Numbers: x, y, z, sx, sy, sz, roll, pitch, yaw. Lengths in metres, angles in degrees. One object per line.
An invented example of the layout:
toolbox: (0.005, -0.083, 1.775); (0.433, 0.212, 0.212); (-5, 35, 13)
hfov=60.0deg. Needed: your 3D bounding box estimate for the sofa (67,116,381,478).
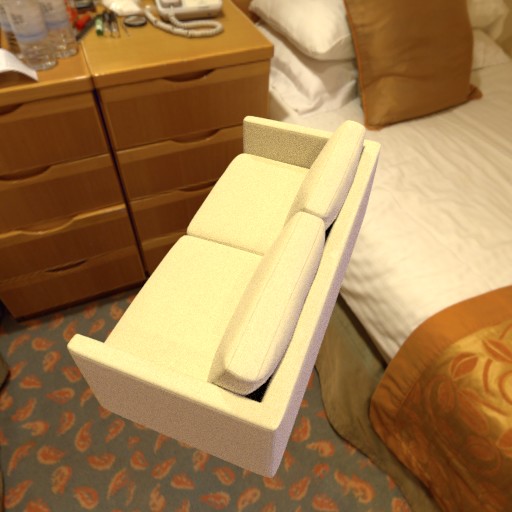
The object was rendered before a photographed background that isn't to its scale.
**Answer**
sofa: (0.000, 0.000, 2.500); (0.965, 0.889, 1.981); (16, 50, 14)
